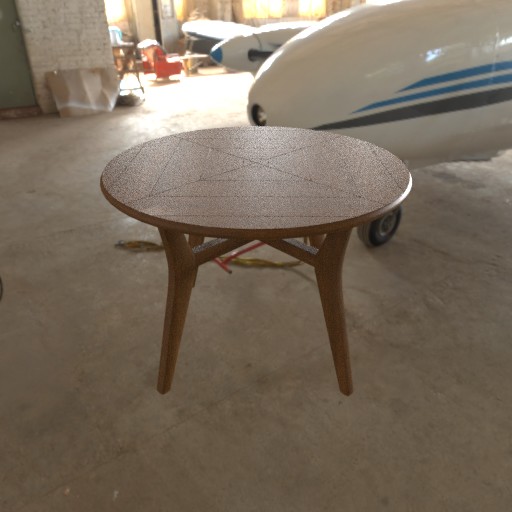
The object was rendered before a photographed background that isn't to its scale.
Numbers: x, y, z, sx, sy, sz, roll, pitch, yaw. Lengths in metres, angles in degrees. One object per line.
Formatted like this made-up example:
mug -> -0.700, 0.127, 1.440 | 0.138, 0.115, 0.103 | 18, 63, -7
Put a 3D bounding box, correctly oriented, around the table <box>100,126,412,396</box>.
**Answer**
table -> 0.000, 0.000, 1.748 | 1.055, 0.757, 1.055 | 0, 30, 0
